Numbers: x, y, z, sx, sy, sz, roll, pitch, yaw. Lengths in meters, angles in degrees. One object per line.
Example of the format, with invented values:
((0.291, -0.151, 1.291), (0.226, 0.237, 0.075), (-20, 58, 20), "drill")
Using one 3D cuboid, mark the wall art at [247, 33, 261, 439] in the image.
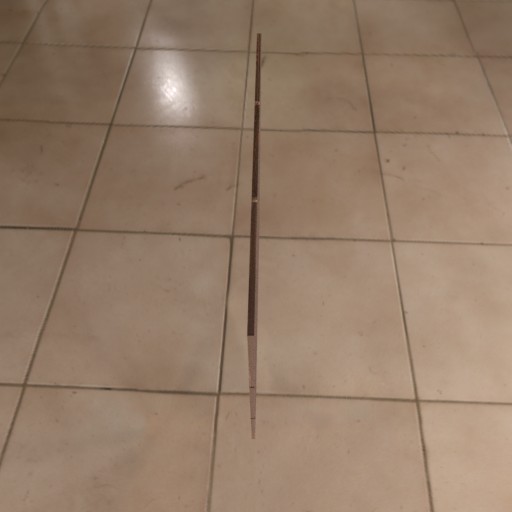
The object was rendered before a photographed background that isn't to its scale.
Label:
((0.000, 0.000, 1.394), (0.013, 0.914, 0.915), (1, 57, 1), "wall art")
